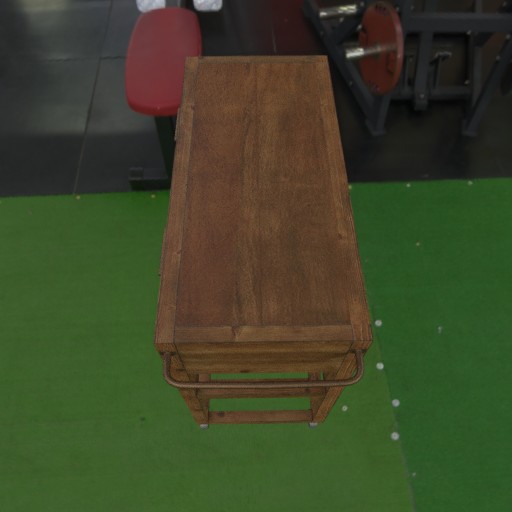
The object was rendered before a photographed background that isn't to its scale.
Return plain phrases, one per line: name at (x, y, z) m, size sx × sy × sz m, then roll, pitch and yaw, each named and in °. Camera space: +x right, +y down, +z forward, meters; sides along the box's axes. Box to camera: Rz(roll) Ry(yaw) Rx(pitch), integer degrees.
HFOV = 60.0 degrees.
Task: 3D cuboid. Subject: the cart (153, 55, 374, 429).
cart at (0.000, 0.000, 1.455) m, size 0.445 × 0.830 × 1.065 m, roll -1°, pitch 58°, yaw 0°
